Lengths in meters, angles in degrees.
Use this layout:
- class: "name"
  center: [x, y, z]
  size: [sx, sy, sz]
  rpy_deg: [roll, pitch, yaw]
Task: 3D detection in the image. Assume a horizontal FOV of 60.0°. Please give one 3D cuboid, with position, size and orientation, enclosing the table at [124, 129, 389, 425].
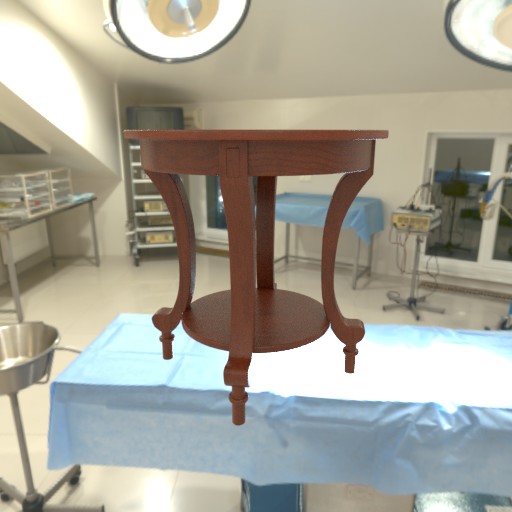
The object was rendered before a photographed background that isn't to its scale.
- class: "table"
  center: [0.000, 0.000, 1.120]
  size: [0.597, 0.612, 0.597]
  rpy_deg: [0, 16, 0]
